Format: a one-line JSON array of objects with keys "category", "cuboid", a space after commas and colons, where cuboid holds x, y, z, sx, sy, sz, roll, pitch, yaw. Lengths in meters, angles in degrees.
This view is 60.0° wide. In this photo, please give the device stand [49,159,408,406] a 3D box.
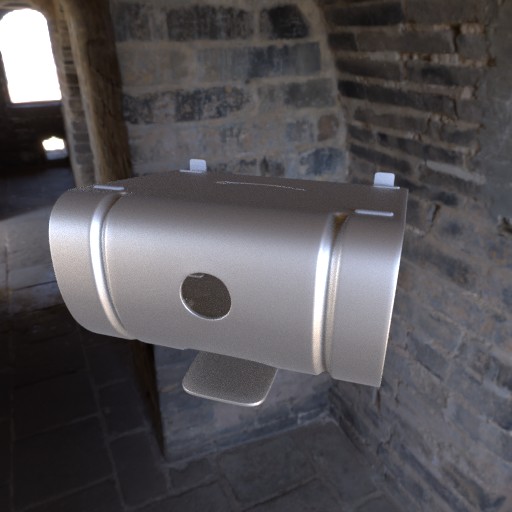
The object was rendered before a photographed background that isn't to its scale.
[{"category": "device stand", "cuboid": [0.000, 0.000, 0.404, 0.256, 0.155, 0.236, 7, 27, 15]}]
